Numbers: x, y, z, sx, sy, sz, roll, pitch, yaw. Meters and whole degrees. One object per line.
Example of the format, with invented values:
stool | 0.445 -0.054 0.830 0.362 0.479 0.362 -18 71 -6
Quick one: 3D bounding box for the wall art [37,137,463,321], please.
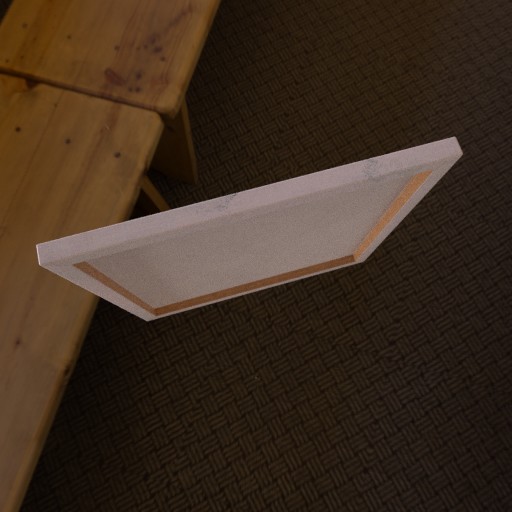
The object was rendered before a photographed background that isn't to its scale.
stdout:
wall art | 0.000 0.000 1.138 0.762 0.762 0.038 -15 75 -4
